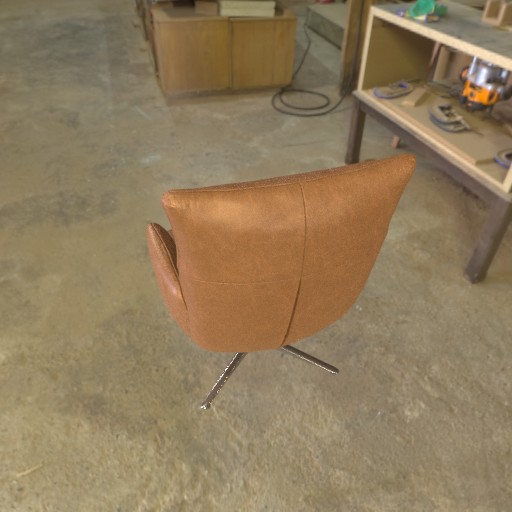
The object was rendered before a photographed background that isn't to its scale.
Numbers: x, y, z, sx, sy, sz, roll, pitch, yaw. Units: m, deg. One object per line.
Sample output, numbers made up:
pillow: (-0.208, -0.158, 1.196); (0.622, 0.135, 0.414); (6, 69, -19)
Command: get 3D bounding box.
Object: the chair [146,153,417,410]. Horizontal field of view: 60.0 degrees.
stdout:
chair: (0.000, 0.000, 1.557); (0.711, 1.027, 0.794); (-11, 42, -12)
